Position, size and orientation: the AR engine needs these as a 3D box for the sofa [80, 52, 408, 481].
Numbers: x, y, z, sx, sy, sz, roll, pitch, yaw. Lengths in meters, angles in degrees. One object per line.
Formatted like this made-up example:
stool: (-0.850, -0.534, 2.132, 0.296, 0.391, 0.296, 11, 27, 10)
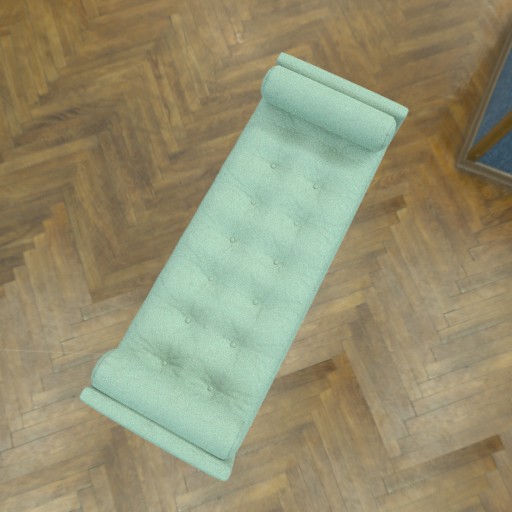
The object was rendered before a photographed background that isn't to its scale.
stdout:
sofa: (0.000, 0.000, 2.488, 0.796, 0.705, 2.102, 27, 78, 6)
